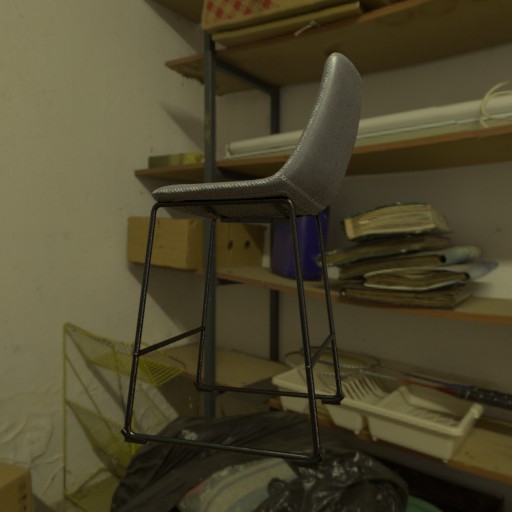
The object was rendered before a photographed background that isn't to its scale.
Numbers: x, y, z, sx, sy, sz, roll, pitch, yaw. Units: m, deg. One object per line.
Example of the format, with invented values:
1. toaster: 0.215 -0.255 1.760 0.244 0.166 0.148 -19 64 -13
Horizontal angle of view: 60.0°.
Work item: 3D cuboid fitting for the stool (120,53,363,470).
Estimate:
1. stool: 0.000 0.000 1.162 0.546 0.876 0.470 0 0 17
